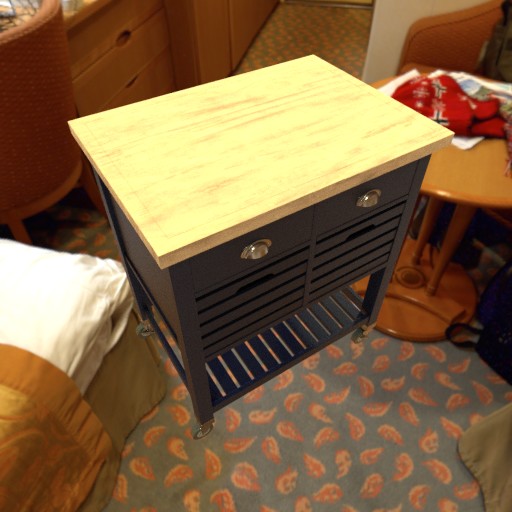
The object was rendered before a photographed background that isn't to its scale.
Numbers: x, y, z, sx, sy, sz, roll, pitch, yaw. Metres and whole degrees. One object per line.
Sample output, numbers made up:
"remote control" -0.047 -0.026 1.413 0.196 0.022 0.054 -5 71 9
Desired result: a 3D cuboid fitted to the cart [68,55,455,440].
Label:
"cart" 0.000 0.000 1.436 0.797 0.920 0.567 -25 51 -22
